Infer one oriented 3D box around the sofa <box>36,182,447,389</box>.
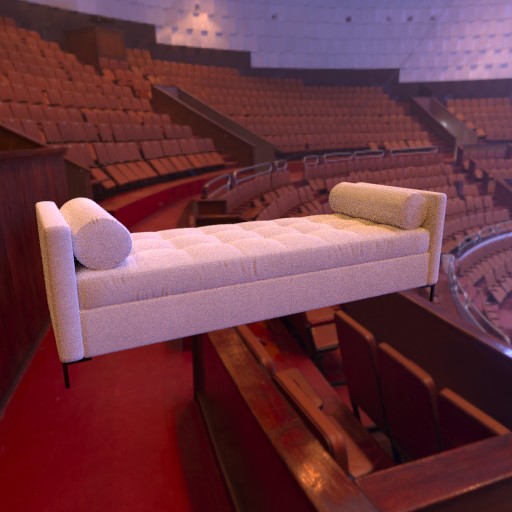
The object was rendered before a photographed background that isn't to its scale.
[{"bbox_3d":[0.000,0.000,2.306,1.981,0.635,0.686,-8,17,-27],"label":"sofa"}]
